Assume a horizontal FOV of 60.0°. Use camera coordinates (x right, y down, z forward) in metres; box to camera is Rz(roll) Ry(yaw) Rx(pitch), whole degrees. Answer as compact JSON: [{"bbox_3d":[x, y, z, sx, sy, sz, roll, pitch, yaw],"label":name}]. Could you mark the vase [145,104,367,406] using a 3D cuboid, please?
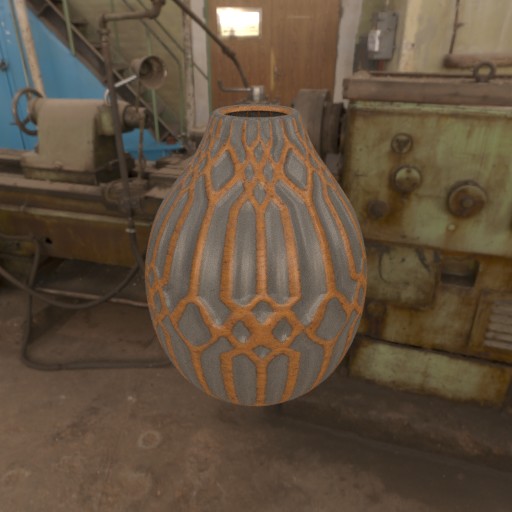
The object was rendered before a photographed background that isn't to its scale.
[{"bbox_3d":[0.000,0.000,0.139,0.069,0.088,0.069,0,27,0],"label":"vase"}]
